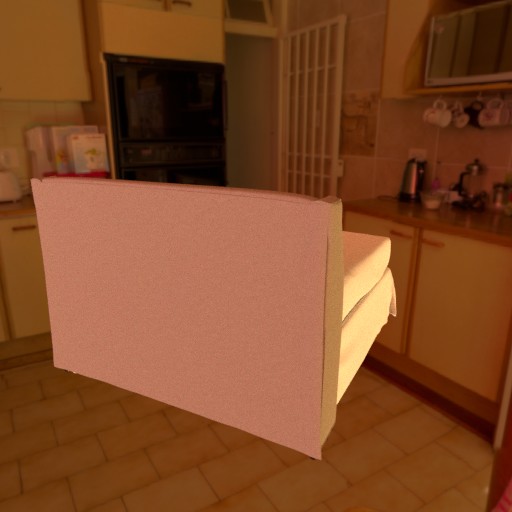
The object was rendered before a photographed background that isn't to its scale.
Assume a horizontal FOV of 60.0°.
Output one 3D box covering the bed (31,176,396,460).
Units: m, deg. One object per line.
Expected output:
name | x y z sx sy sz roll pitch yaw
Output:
bed | 0.000 0.000 3.373 1.925 1.332 2.276 8 18 27
